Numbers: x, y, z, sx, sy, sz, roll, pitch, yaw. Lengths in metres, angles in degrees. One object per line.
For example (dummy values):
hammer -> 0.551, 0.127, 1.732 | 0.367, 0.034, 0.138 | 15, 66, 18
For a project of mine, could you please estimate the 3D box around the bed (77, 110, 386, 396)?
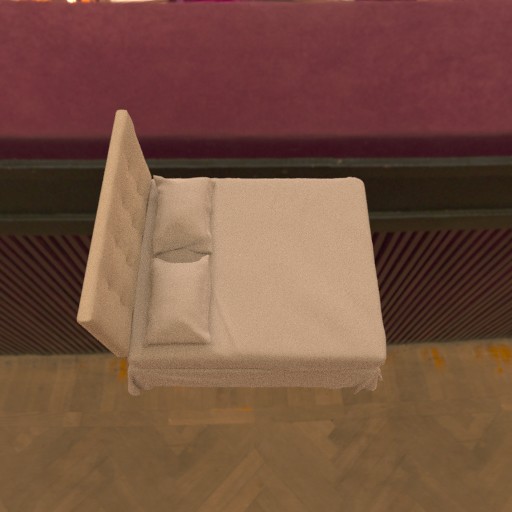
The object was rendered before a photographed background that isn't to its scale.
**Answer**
bed -> 0.000, 0.000, 3.578 | 2.222, 1.577, 1.936 | 0, 63, 0
